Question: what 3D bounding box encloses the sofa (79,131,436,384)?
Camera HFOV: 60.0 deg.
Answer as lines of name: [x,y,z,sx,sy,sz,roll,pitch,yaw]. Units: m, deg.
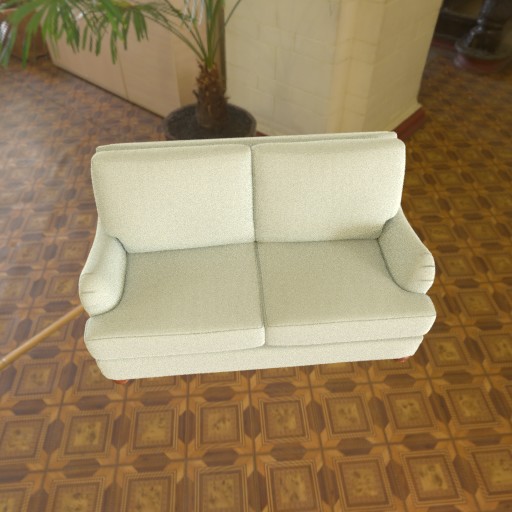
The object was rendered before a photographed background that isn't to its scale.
sofa: [0.000,0.000,2.584,1.853,1.101,1.084,-4,46,-3]
